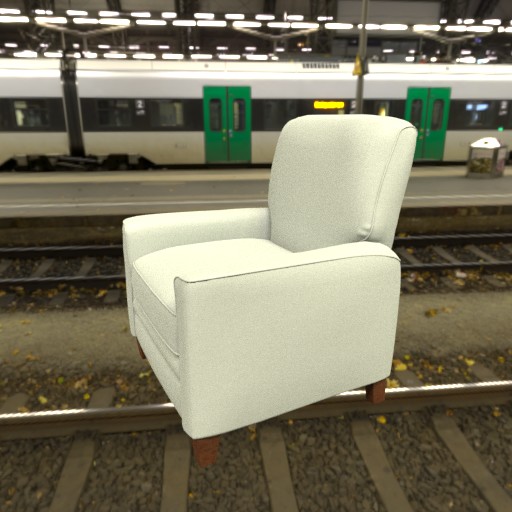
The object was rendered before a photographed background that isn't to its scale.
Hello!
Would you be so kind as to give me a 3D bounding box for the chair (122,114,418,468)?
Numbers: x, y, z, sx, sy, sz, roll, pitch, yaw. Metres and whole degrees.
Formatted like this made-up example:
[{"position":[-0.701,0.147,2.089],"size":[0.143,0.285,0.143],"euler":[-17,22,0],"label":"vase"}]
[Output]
[{"position":[0.000,0.000,1.655],"size":[0.846,1.007,0.853],"euler":[-9,19,-26],"label":"chair"}]
